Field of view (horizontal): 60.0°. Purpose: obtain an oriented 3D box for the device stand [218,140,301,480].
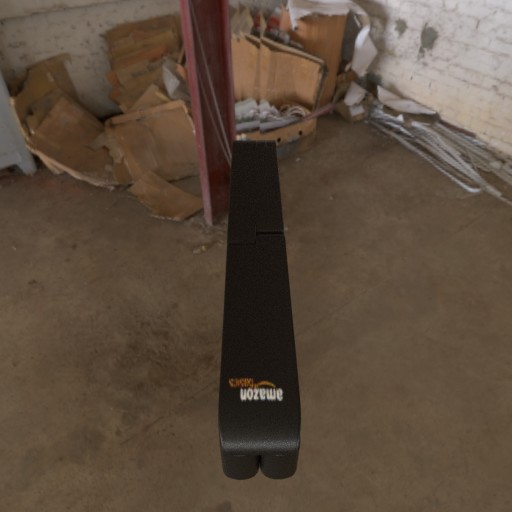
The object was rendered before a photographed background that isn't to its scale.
[{"bbox_3d":[0.000,0.000,0.196,0.026,0.030,0.179,0,43,-1],"label":"device stand"}]
